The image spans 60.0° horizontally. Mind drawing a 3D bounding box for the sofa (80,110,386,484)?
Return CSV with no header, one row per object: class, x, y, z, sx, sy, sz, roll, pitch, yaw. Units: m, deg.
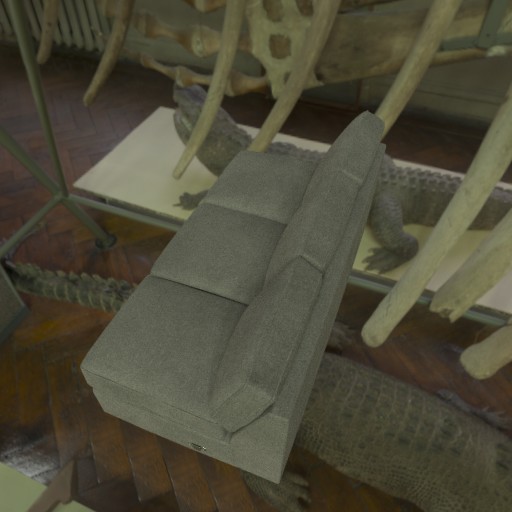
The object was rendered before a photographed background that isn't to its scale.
sofa,0.000,0.000,2.520,1.027,0.973,1.962,16,49,15
